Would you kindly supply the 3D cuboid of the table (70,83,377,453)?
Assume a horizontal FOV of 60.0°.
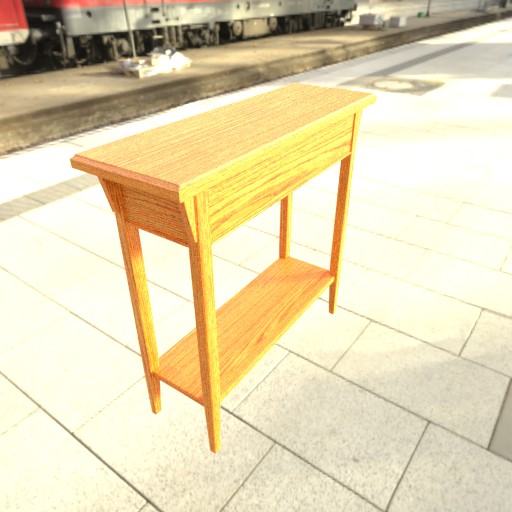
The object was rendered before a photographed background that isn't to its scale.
[{"bbox_3d":[0.000,0.000,1.151,0.254,0.711,0.762,20,37,29],"label":"table"}]
